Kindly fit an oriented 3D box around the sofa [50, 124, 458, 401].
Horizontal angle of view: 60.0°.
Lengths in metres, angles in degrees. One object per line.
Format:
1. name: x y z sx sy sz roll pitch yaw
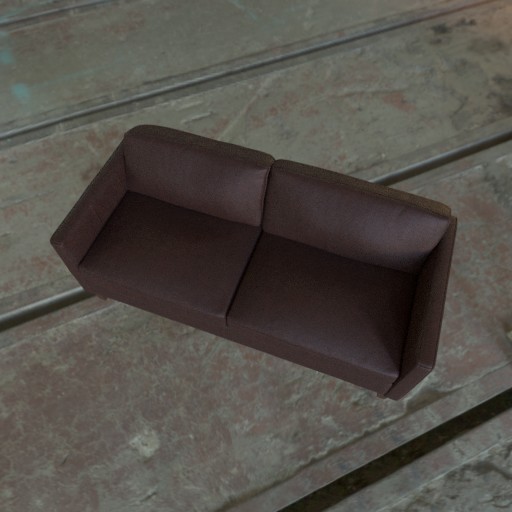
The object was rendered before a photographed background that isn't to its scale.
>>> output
1. sofa: 0.000 0.000 2.497 1.971 0.863 0.923 17 60 10
